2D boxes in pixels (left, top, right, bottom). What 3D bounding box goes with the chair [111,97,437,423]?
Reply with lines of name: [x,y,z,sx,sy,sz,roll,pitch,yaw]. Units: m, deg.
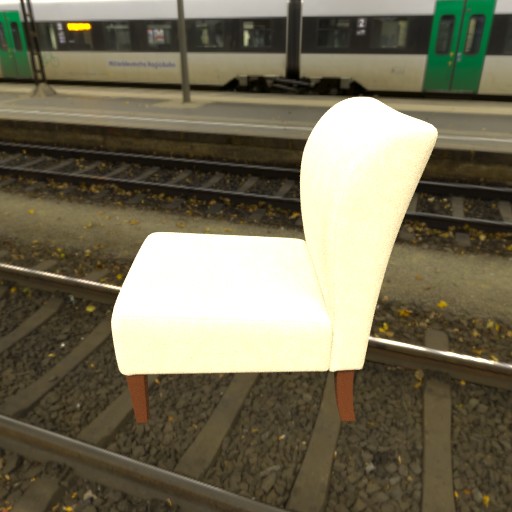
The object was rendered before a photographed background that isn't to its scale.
chair: [0.000,0.000,1.303,0.754,0.833,0.521,-1,26,-1]
